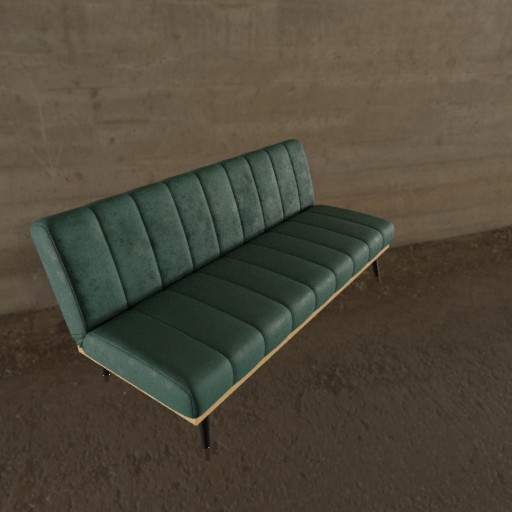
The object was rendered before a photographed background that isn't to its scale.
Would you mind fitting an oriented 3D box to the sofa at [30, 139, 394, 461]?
[{"bbox_3d":[0.000,0.000,2.277,0.830,0.820,1.810,18,32,32],"label":"sofa"}]
